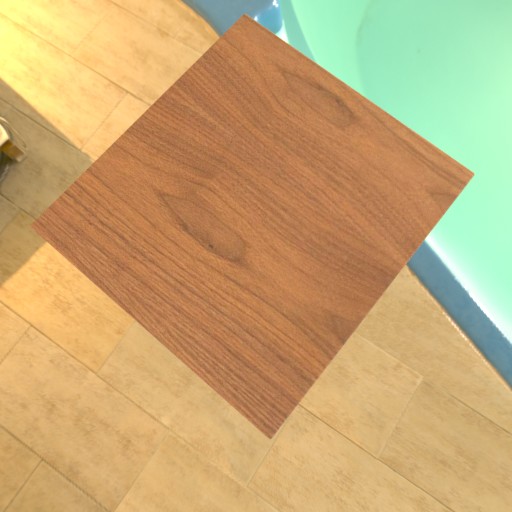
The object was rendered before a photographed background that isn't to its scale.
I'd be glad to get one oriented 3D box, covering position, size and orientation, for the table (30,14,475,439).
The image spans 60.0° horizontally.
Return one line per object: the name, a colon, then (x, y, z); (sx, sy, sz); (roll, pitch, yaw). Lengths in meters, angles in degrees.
table: (0.000, 0.000, 0.828); (0.384, 0.567, 0.411); (39, 79, 9)
